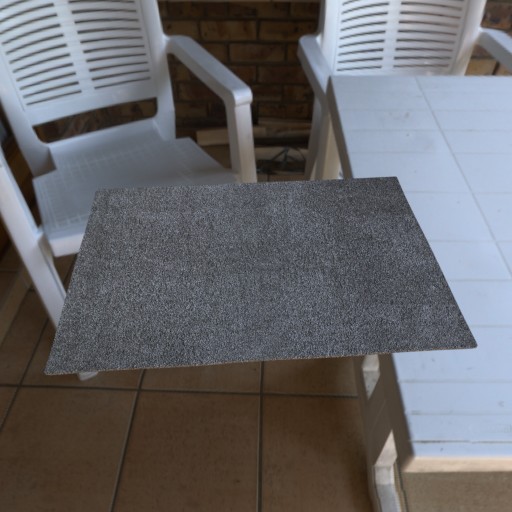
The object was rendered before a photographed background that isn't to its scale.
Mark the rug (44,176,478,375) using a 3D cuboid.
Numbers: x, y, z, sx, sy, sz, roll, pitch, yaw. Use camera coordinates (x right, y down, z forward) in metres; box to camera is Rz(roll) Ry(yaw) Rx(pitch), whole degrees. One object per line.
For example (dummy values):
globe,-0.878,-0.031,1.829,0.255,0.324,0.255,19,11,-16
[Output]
rug,0.000,0.000,3.368,2.699,0.026,1.802,-3,46,-3
